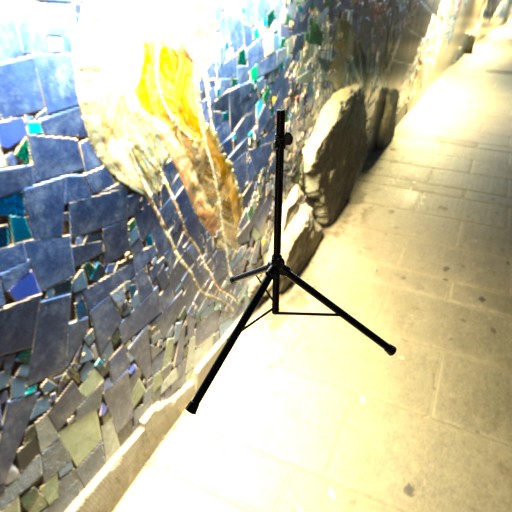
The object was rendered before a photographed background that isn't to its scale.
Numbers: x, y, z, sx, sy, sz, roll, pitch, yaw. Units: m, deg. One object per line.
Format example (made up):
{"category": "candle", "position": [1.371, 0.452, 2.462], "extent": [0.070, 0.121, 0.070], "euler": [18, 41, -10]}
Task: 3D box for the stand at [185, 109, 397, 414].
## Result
{"category": "stand", "position": [0.000, 0.000, 1.856], "extent": [1.045, 1.136, 0.907], "euler": [23, 38, 33]}
